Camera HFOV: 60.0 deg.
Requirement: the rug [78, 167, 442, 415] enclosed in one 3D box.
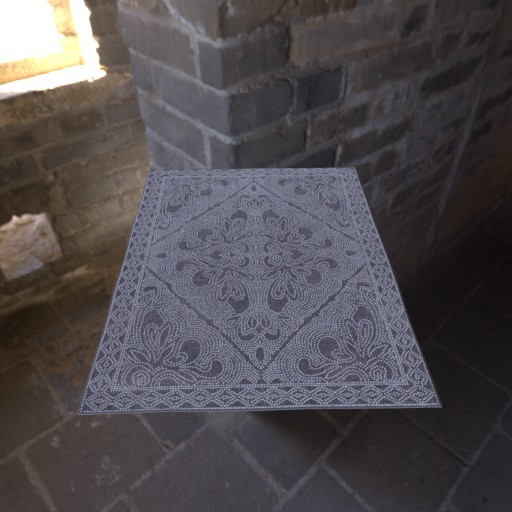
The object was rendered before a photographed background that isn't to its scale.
[{"bbox_3d":[0.000,0.000,4.045,2.438,0.012,3.048,-1,42,-1],"label":"rug"}]
